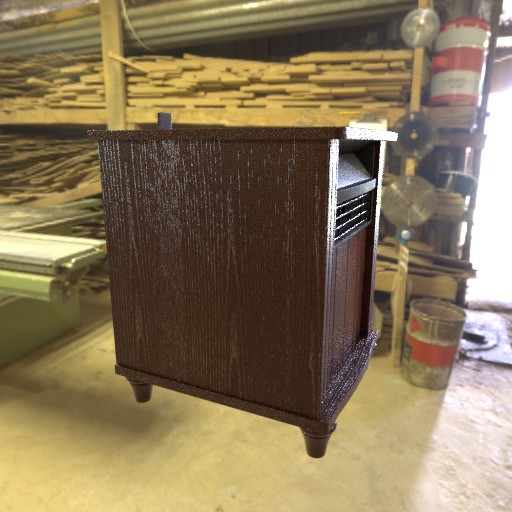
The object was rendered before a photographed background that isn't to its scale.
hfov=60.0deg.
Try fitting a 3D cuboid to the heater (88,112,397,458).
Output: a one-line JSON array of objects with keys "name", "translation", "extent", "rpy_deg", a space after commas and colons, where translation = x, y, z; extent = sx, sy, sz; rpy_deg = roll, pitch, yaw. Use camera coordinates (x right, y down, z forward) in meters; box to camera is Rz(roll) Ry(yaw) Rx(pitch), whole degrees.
[{"name": "heater", "translation": [0.000, 0.000, 0.763], "extent": [0.400, 0.481, 0.362], "rpy_deg": [7, 16, 25]}]
